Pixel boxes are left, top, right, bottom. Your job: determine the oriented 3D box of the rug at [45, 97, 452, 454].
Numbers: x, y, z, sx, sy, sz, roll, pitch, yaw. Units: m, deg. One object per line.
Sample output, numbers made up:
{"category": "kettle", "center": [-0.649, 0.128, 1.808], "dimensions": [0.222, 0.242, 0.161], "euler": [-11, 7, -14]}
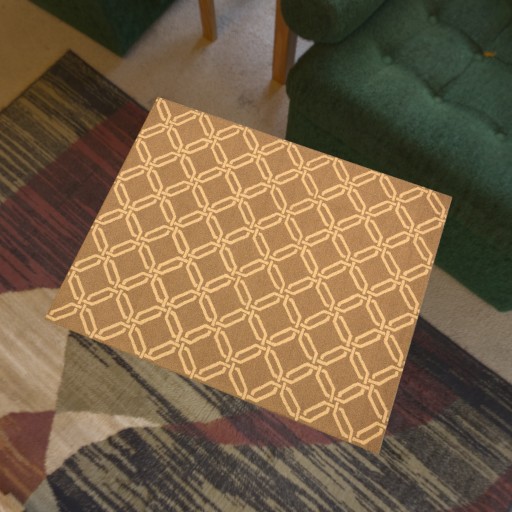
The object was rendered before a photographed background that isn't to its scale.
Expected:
{"category": "rug", "center": [0.000, 0.000, 3.831], "dimensions": [2.895, 0.018, 2.288], "euler": [20, 75, 5]}
